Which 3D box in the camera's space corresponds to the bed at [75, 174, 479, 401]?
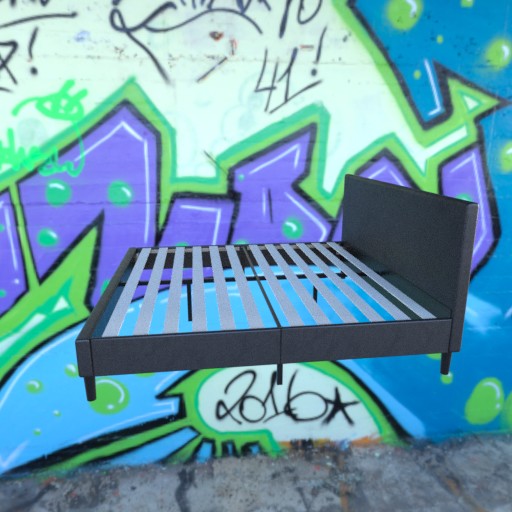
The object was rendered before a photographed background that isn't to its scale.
[{"bbox_3d":[0.000,0.000,3.336,2.152,1.046,2.018,-2,15,-8],"label":"bed"}]
